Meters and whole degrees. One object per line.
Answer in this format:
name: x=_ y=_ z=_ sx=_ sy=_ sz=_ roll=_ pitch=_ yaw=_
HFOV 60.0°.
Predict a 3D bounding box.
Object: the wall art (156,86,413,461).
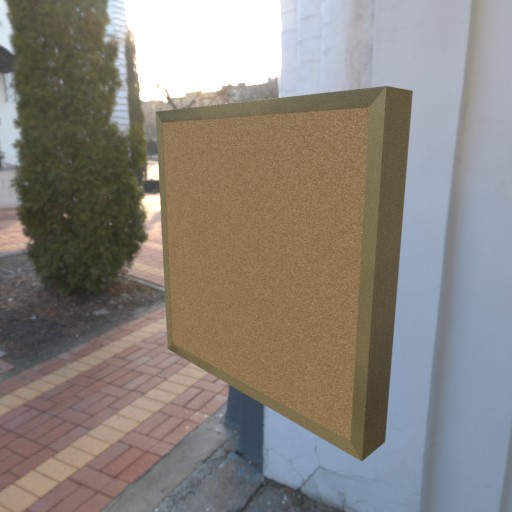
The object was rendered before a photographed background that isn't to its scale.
wall art: x=0.000 y=0.000 z=0.466 sx=0.038 sy=0.305 sz=0.304 roll=-13 pitch=19 yaw=-42
